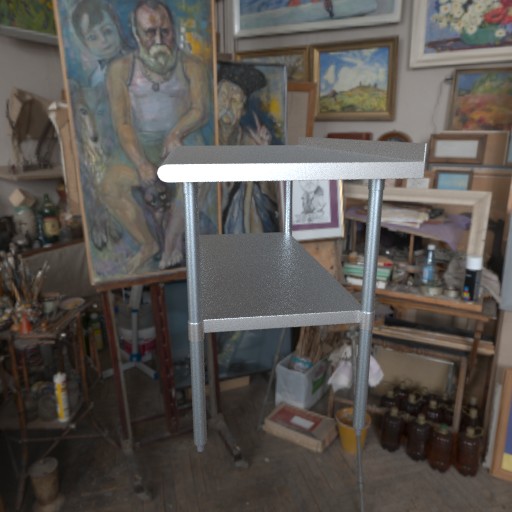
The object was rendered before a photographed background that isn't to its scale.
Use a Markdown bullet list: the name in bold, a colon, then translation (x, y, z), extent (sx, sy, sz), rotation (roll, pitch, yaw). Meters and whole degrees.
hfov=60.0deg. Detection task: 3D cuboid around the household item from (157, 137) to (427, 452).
- **household item**: translation (0.000, 0.000, 1.668), extent (0.610, 0.851, 1.219), rotation (-2, 16, -8)
